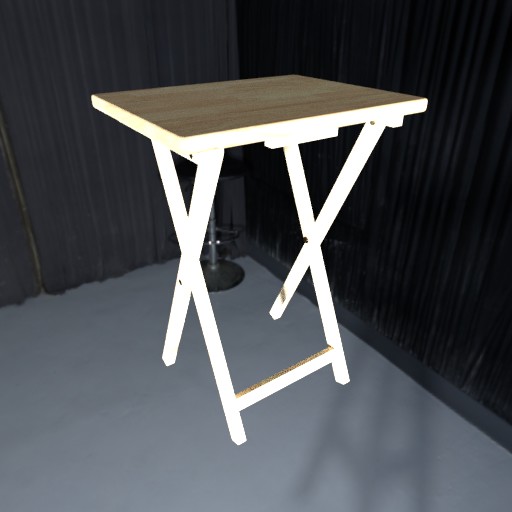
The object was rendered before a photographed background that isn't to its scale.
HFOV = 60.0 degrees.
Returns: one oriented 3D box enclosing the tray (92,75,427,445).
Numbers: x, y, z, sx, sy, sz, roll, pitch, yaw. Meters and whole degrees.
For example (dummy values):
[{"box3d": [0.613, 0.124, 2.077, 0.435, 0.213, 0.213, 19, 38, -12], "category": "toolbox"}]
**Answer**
[{"box3d": [0.000, 0.000, 0.960, 0.483, 0.660, 0.381, -19, 34, -29], "category": "tray"}]
